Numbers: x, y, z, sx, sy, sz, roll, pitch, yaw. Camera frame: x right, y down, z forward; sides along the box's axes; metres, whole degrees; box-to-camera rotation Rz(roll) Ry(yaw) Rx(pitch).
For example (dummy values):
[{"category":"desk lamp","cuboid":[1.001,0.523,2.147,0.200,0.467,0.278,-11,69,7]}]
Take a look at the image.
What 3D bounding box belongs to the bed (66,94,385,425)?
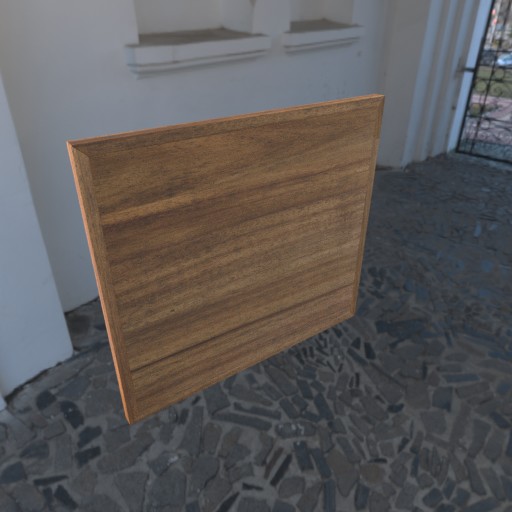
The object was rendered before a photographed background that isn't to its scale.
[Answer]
[{"category":"bed","cuboid":[0.000,0.000,1.505,1.041,0.940,0.043,-19,35,-29]}]
